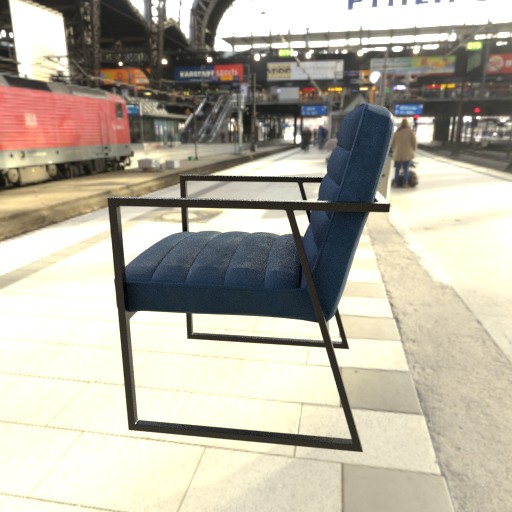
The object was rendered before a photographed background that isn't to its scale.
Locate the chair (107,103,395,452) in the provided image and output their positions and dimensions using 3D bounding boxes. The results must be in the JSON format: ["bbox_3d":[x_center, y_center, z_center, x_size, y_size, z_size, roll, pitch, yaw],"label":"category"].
[{"bbox_3d":[0.000,0.000,1.302,0.677,0.833,0.571,2,16,8],"label":"chair"}]
